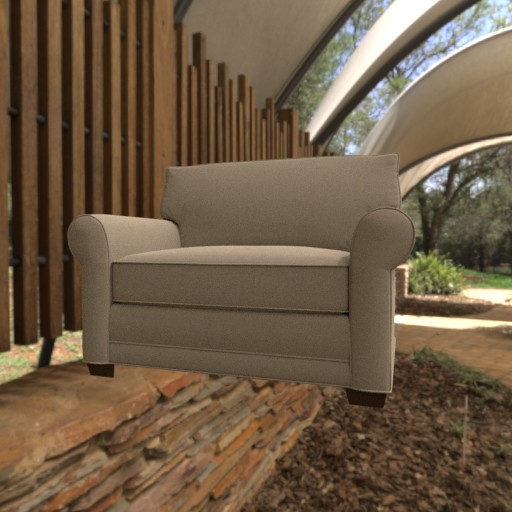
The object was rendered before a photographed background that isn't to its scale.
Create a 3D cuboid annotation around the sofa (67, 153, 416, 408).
[{"bbox_3d":[0.000,0.000,2.092,1.405,1.006,0.937,1,2,18],"label":"sofa"}]
